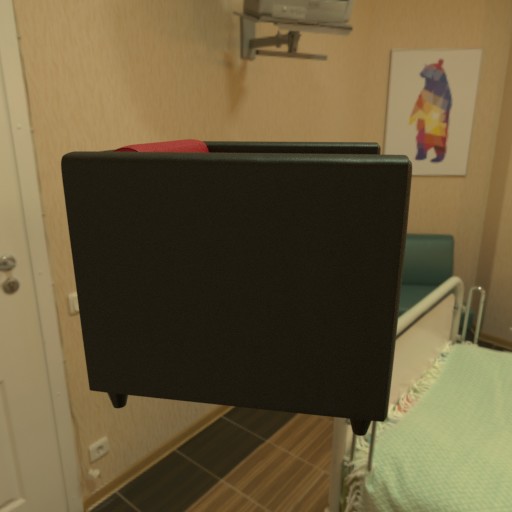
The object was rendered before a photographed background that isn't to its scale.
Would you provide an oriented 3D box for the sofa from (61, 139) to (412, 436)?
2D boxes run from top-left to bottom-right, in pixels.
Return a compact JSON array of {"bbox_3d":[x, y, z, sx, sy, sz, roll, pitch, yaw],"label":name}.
[{"bbox_3d":[0.000,0.000,1.453,0.809,0.724,0.839,3,17,9],"label":"sofa"}]
